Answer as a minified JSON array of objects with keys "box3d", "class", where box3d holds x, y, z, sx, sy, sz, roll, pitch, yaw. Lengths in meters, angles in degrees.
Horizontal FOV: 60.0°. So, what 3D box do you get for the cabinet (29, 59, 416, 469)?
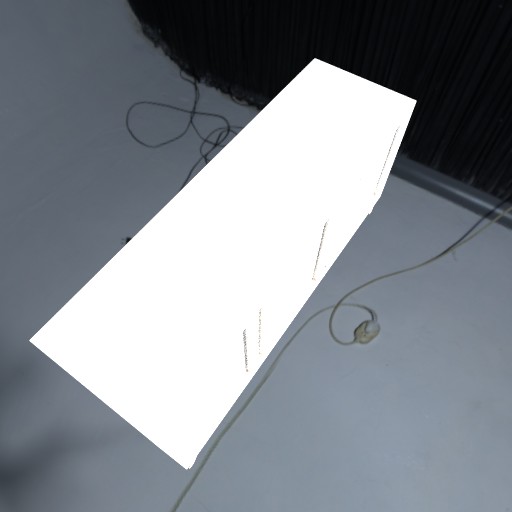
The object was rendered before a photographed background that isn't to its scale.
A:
[{"box3d":[0.000,0.000,1.934,0.500,0.780,1.649,31,64,17],"class":"cabinet"}]
